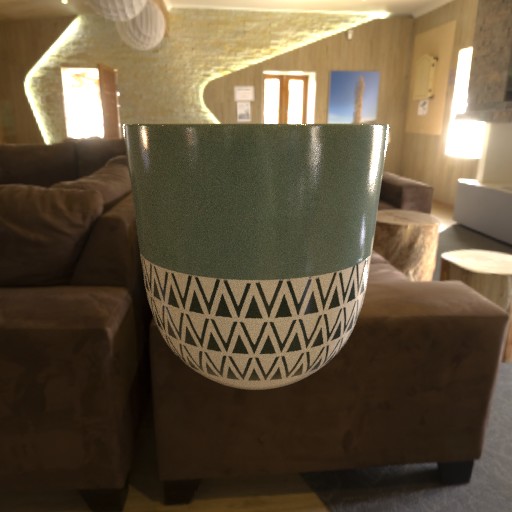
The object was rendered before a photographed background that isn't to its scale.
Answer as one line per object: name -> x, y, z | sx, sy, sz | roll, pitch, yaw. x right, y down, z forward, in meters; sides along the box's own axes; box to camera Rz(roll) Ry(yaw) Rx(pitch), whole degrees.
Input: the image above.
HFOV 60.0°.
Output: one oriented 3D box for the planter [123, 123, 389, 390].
planter -> 0.000, 0.000, 0.375 | 0.198, 0.214, 0.198 | 0, 17, 0
